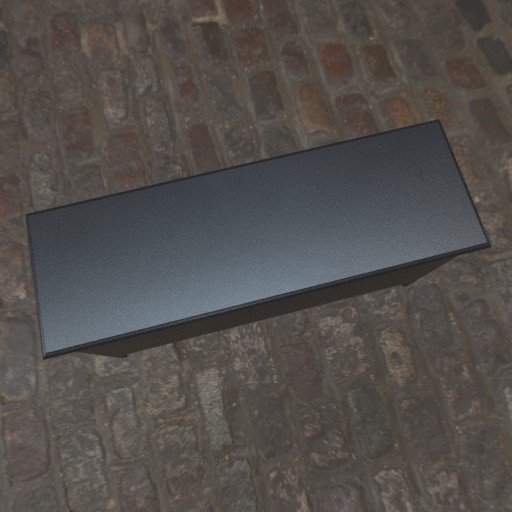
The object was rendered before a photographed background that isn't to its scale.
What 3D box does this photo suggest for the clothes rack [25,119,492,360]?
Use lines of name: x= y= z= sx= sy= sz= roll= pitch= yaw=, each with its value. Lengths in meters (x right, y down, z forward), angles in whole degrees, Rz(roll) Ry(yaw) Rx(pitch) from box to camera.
clothes rack: x=0.000 y=0.000 z=1.473 sx=1.219 sy=0.556 sz=0.406 roll=-14 pitch=75 yaw=-4
